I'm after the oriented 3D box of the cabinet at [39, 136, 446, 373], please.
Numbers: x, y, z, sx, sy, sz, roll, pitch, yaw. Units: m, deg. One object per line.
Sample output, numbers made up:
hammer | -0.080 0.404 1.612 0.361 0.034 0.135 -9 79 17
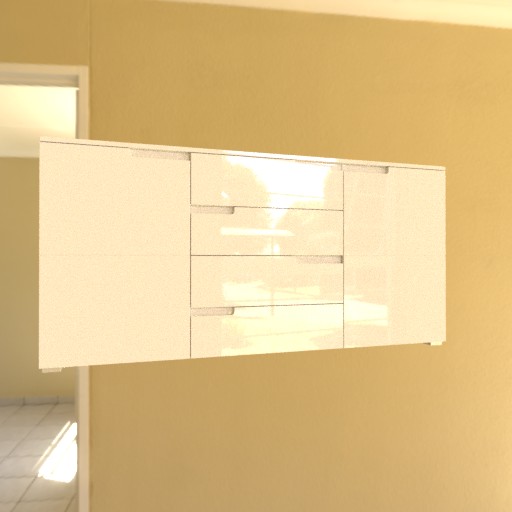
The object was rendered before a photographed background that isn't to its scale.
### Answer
cabinet | 0.000 0.000 1.924 1.650 0.800 0.400 0 0 -17
